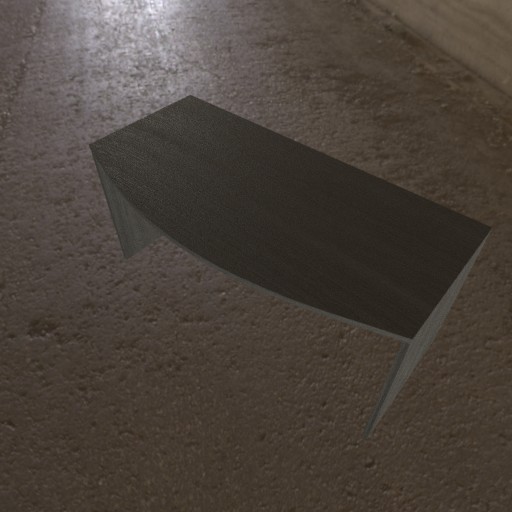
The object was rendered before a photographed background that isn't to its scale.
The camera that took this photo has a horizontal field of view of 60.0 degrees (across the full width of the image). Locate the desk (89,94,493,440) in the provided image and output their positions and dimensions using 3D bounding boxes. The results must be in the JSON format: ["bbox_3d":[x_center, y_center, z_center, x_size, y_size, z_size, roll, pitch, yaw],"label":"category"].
[{"bbox_3d":[0.000,0.000,2.046,1.600,0.750,0.802,32,54,27],"label":"desk"}]
